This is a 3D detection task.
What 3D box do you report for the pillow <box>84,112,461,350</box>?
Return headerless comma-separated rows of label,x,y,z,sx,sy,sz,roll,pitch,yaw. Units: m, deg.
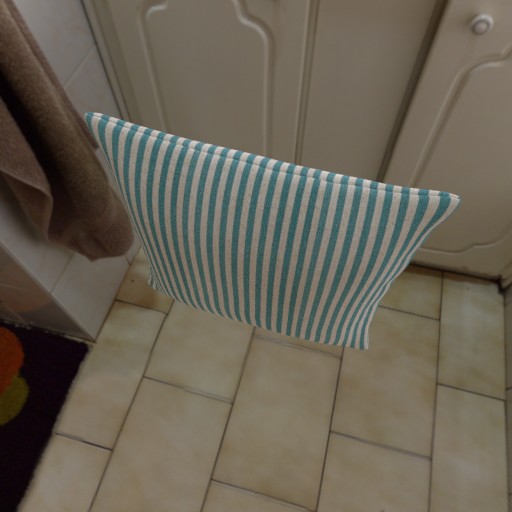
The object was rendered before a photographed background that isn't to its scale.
pillow,0.000,0.000,0.795,0.523,0.510,0.166,15,60,9
